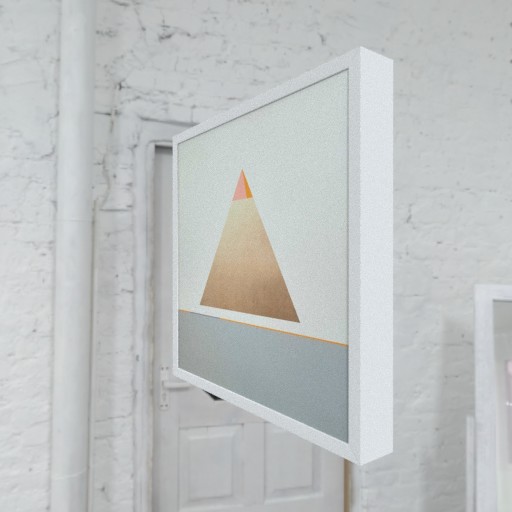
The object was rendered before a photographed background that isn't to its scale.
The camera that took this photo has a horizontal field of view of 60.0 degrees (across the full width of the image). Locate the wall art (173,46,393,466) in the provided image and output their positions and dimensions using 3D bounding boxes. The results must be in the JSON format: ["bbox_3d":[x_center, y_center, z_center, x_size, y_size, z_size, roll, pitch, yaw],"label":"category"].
[{"bbox_3d":[0.000,0.000,0.455,0.038,0.304,0.305,0,0,-37],"label":"wall art"}]
